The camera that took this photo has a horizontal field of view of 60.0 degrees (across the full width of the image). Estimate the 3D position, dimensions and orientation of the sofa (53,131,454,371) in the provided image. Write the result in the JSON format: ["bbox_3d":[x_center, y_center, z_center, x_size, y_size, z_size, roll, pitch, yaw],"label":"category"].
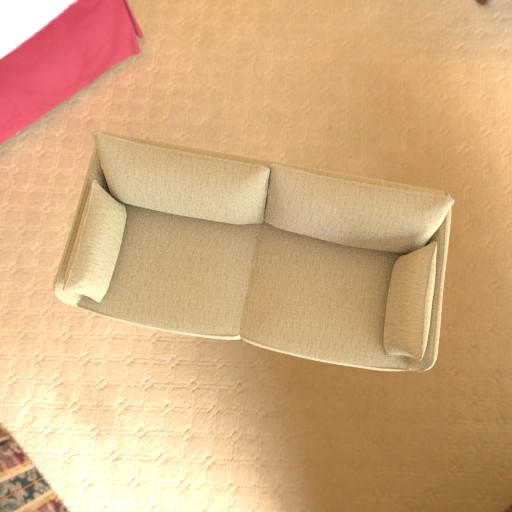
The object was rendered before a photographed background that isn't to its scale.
[{"bbox_3d":[0.000,0.000,2.475,1.989,0.860,0.991,10,77,3],"label":"sofa"}]
